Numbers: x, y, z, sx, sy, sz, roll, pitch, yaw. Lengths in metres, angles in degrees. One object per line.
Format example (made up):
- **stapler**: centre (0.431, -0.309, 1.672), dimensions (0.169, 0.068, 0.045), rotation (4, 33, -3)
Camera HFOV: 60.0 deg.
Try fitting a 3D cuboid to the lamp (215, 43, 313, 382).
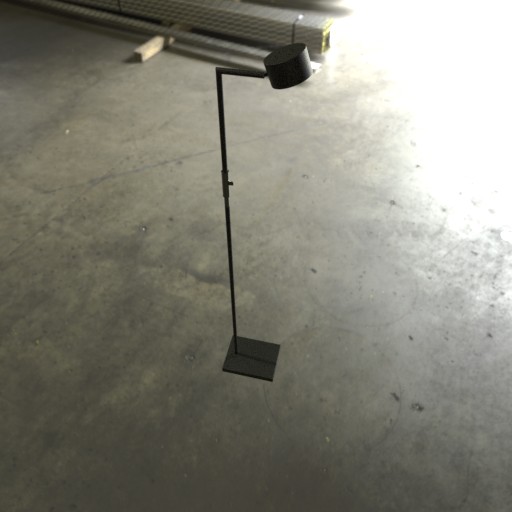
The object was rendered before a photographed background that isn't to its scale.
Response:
- **lamp**: centre (0.000, 0.000, 1.719), dimensions (0.304, 1.600, 0.203), rotation (10, 48, 9)
